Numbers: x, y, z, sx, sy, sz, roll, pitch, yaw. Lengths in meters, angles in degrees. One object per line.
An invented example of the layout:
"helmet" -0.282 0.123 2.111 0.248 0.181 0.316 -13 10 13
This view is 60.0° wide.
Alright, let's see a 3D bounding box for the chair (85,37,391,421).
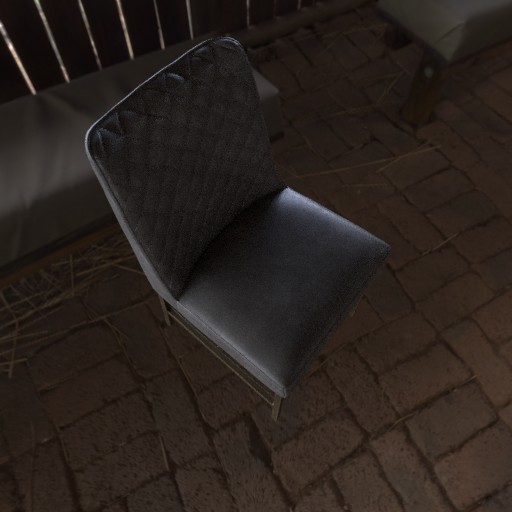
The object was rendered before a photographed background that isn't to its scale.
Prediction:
"chair" 0.000 0.000 1.222 0.587 0.889 0.508 34 65 18
